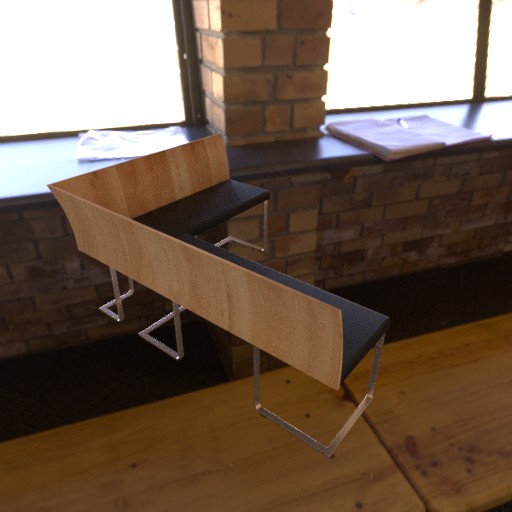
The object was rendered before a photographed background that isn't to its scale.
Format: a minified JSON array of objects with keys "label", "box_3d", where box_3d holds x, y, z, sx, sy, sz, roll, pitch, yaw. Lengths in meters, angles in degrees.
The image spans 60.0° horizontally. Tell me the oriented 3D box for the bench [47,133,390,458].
[{"label":"bench","box_3d":[0.000,0.000,2.799,1.945,0.930,1.495,22,37,33]}]
